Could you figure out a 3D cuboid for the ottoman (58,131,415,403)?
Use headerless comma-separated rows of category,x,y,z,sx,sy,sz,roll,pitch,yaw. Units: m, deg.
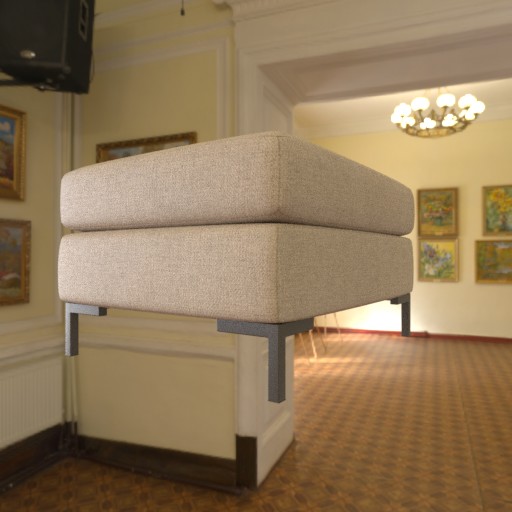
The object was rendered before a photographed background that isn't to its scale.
ottoman,0.000,0.000,1.228,0.671,0.490,0.820,0,0,35
